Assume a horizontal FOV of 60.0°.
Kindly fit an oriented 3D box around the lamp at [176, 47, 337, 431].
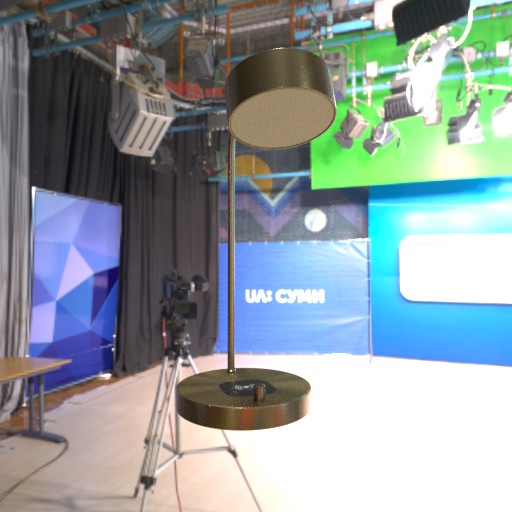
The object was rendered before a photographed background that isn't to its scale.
[{"bbox_3d":[0.000,0.000,0.518,0.171,0.380,0.270,0,0,-18],"label":"lamp"}]
